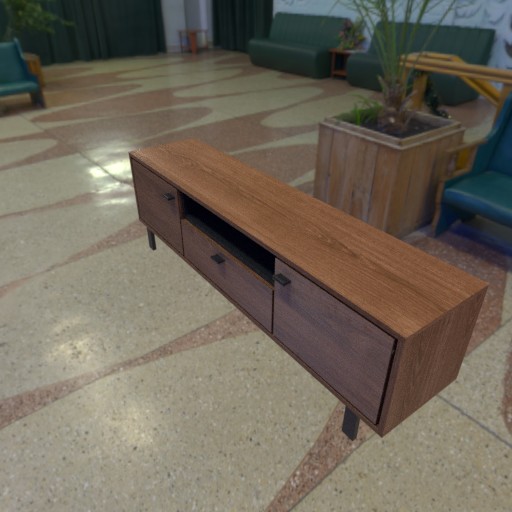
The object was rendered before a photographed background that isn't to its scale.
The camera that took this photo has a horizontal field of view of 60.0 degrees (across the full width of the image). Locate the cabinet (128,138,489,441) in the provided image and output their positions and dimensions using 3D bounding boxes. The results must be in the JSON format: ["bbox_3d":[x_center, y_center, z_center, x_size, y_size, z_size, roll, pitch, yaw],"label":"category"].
[{"bbox_3d":[0.000,0.000,1.831,0.400,0.500,1.650,-22,38,-30],"label":"cabinet"}]
